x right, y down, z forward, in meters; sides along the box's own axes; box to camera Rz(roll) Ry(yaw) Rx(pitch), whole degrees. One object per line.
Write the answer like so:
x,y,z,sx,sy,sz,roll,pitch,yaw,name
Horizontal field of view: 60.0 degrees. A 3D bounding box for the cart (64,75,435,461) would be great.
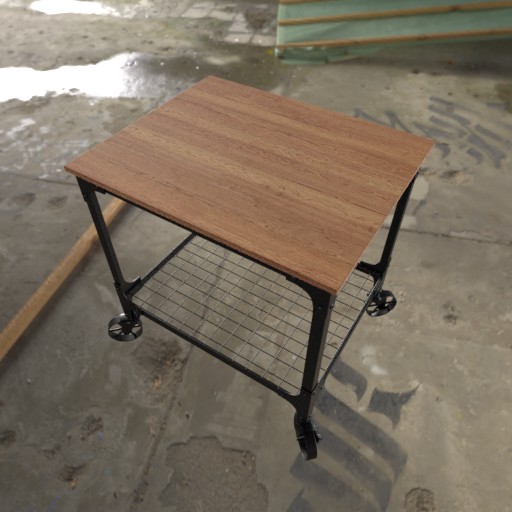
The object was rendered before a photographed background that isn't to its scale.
0.000,0.000,1.117,0.666,0.603,0.558,25,51,22,cart
